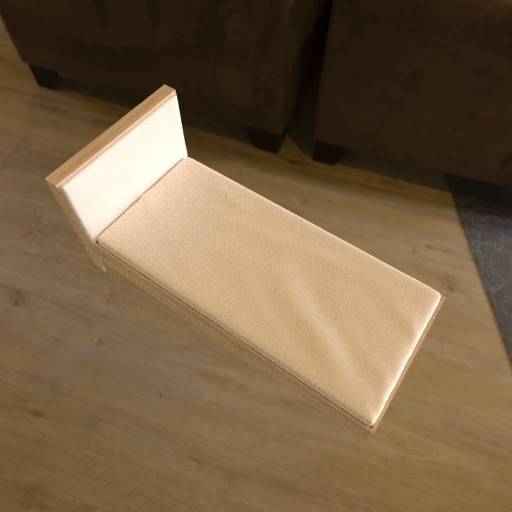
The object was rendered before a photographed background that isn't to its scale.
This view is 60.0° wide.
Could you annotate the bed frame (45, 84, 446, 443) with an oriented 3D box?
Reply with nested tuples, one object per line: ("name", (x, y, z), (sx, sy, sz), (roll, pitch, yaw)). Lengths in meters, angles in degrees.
("bed frame", (0.000, 0.000, 2.708), (2.140, 0.920, 0.990), (31, 63, 18))
